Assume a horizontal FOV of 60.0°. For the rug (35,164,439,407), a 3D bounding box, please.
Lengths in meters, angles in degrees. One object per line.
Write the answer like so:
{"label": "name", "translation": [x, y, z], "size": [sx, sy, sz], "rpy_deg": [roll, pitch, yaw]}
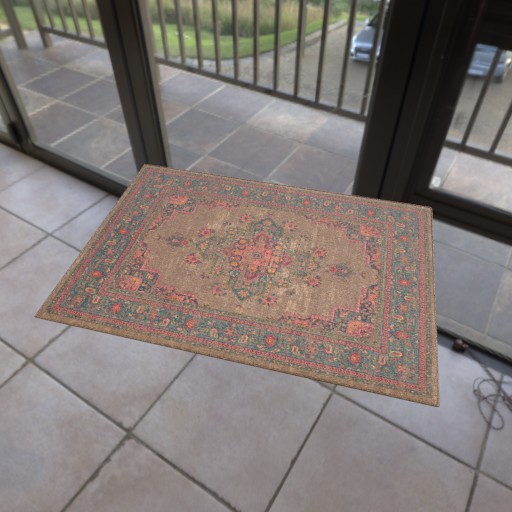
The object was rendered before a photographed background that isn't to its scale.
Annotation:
{"label": "rug", "translation": [0.000, 0.000, 3.710], "size": [2.890, 0.013, 2.005], "rpy_deg": [10, 47, 10]}
